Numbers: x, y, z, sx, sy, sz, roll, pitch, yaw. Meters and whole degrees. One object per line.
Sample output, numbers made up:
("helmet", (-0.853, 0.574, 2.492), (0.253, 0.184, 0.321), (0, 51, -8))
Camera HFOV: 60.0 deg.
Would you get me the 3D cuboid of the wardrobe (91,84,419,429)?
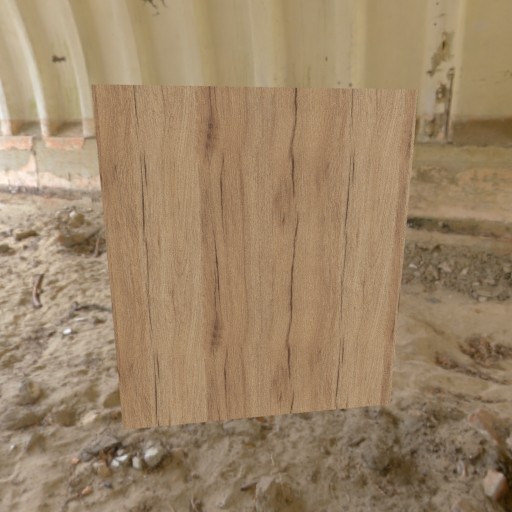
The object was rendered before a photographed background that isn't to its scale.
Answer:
("wardrobe", (0.000, 0.000, 2.969), (1.810, 2.070, 0.580), (-2, 16, -9))
